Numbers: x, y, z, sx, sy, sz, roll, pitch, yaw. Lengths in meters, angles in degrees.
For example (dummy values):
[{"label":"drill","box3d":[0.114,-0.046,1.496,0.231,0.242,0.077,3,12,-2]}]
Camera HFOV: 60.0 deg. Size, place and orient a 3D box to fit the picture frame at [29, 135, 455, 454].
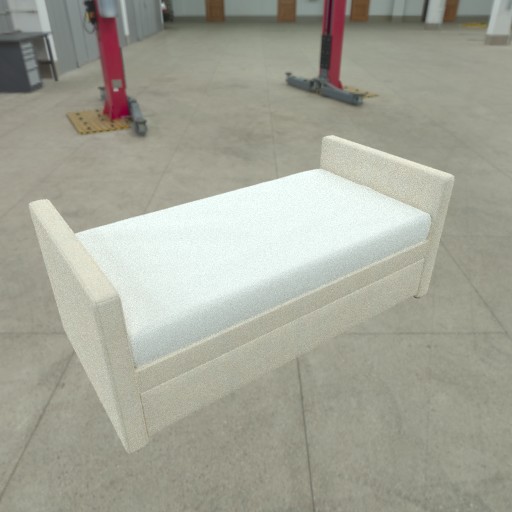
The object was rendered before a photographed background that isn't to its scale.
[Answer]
[{"label":"picture frame","box3d":[0.000,0.000,2.688,2.161,0.891,1.069,-20,36,-30]}]
